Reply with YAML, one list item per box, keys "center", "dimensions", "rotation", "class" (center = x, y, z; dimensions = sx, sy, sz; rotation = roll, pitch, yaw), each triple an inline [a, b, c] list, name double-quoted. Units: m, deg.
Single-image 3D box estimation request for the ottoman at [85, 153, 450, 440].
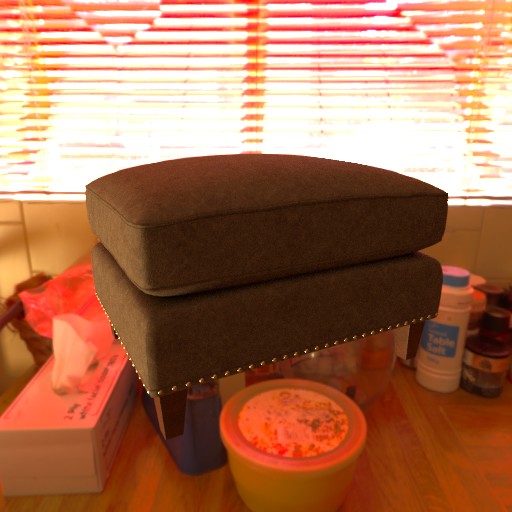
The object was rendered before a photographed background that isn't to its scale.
- center: [0.000, 0.000, 1.149]
  dimensions: [0.741, 0.513, 0.584]
  rotation: [-9, 19, -27]
  class: "ottoman"
